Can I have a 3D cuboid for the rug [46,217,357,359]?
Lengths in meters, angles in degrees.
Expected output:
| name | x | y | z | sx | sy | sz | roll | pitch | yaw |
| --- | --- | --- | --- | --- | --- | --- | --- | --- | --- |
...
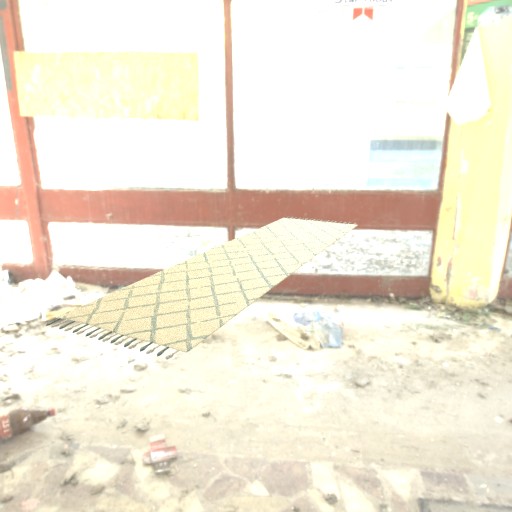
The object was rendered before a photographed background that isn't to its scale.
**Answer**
| name | x | y | z | sx | sy | sz | roll | pitch | yaw |
| --- | --- | --- | --- | --- | --- | --- | --- | --- | --- |
| rug | 0.000 | 0.000 | 2.545 | 0.620 | 0.008 | 2.372 | 8 | 18 | 25 |
